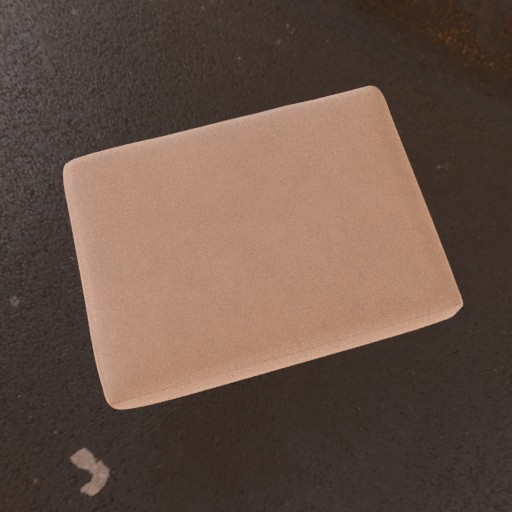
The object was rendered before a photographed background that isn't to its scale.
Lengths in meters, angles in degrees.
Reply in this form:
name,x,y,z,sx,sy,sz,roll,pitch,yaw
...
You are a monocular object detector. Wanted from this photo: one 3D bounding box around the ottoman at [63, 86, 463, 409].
name,x,y,z,sx,sy,sz,roll,pitch,yaw
ottoman,0.000,0.000,1.138,0.773,0.499,0.569,-15,76,-4
